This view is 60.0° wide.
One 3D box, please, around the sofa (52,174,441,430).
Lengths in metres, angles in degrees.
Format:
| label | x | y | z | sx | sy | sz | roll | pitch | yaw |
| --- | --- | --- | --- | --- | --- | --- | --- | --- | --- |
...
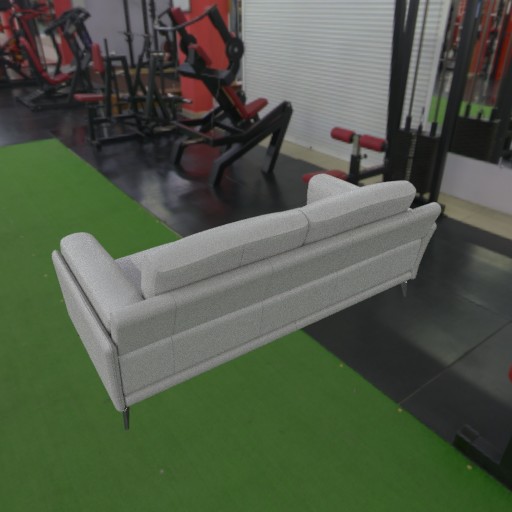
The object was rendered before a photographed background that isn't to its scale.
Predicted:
| label | x | y | z | sx | sy | sz | roll | pitch | yaw |
| --- | --- | --- | --- | --- | --- | --- | --- | --- | --- |
| sofa | 0.000 | 0.000 | 2.685 | 2.101 | 0.930 | 1.049 | -18 | 34 | -29 |
